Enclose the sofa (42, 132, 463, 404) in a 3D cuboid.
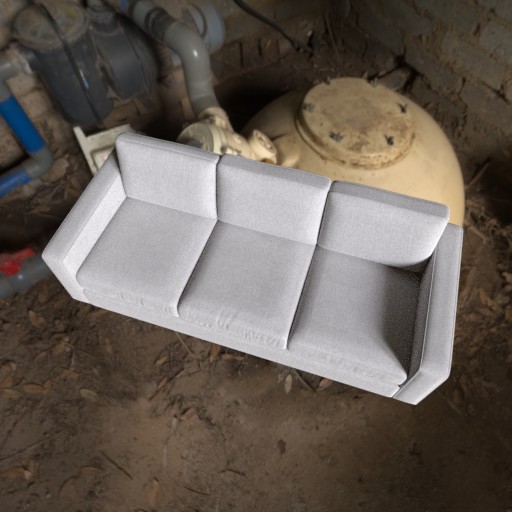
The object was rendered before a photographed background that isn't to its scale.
[{"bbox_3d":[0.000,0.000,2.509,2.120,0.800,0.900,15,59,9],"label":"sofa"}]
